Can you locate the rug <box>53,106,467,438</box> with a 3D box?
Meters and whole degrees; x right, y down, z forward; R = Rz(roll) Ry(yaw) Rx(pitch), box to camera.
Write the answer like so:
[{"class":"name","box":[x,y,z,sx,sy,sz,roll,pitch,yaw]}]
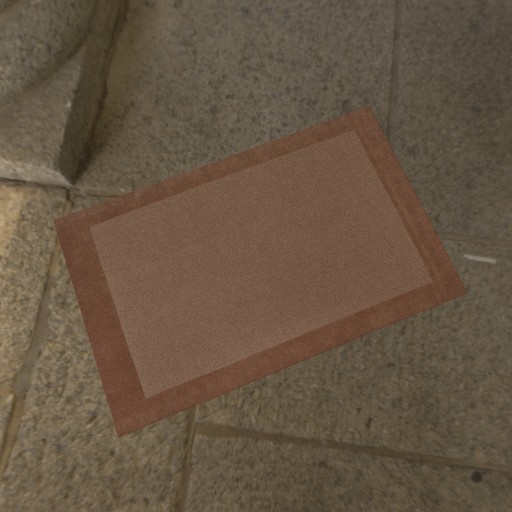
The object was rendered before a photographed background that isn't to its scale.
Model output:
[{"class":"rug","box":[0.000,0.000,3.023,2.438,0.014,1.524,-21,76,-5]}]
